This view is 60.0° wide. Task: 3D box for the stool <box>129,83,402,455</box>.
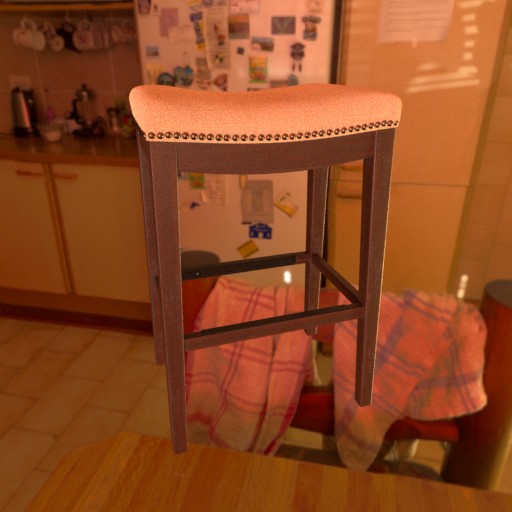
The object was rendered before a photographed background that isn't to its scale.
[{"bbox_3d":[0.000,0.000,1.071,0.509,0.768,0.363,-8,26,-16],"label":"stool"}]
